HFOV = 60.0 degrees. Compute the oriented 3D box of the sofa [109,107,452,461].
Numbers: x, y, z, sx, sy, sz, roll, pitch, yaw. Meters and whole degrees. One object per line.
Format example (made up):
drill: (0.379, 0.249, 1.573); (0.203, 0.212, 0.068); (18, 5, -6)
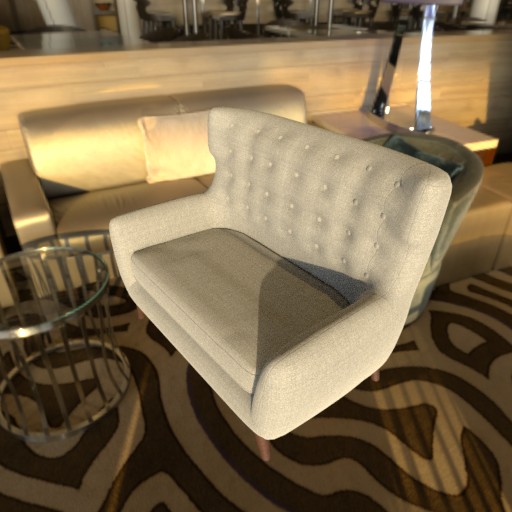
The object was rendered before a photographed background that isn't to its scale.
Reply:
sofa: (0.000, 0.000, 2.017); (0.884, 1.028, 1.386); (-22, 37, -32)
